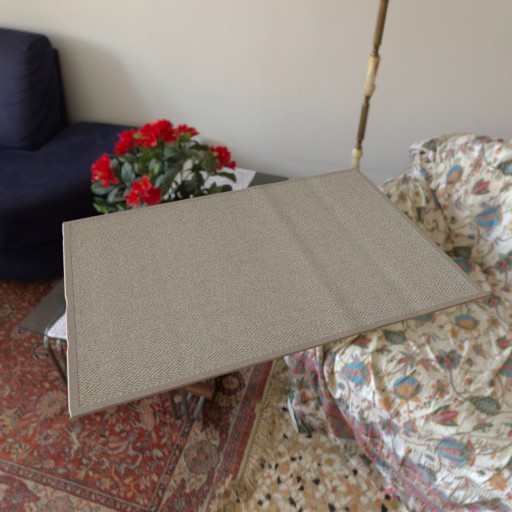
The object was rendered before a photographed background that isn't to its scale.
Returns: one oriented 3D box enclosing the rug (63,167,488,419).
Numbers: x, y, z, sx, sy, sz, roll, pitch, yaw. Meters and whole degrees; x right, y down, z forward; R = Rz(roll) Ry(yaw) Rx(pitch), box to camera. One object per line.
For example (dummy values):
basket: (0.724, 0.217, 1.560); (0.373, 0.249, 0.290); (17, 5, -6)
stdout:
rug: (0.000, 0.000, 2.795); (2.290, 0.021, 1.540); (-13, 43, -14)
